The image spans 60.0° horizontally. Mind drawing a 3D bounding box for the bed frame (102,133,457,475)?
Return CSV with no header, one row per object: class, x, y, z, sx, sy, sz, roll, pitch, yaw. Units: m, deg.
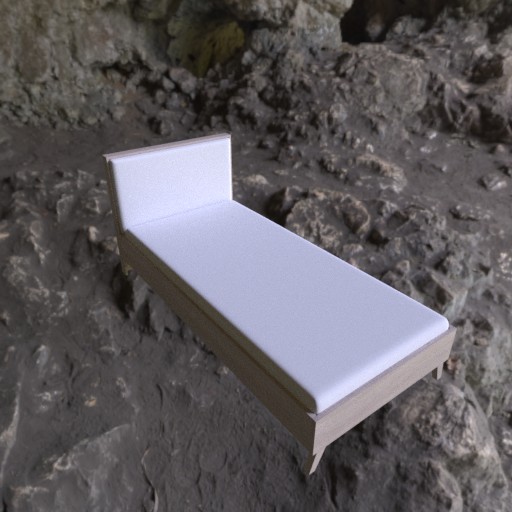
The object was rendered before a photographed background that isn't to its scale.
bed frame,0.000,0.000,2.718,0.990,0.920,2.140,-20,35,-31
